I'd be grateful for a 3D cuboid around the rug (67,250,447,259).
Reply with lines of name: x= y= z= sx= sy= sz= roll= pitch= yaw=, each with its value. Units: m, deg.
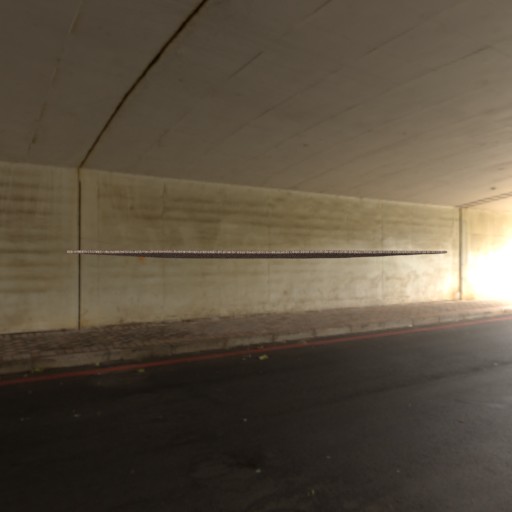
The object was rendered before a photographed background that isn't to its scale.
rug: x=0.000 y=0.000 z=2.345 sx=1.225 sy=0.013 sz=1.840 roll=0 pitch=-1 yaw=0
